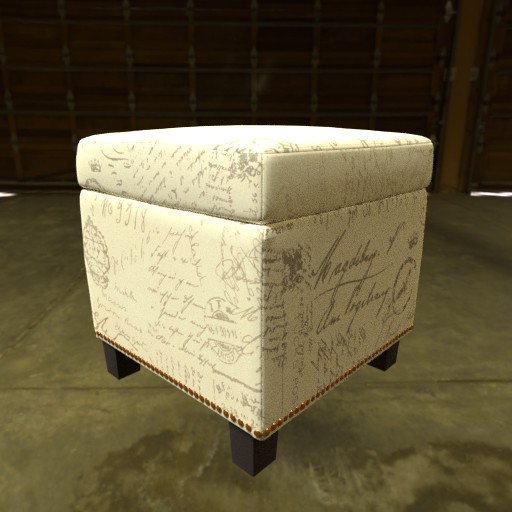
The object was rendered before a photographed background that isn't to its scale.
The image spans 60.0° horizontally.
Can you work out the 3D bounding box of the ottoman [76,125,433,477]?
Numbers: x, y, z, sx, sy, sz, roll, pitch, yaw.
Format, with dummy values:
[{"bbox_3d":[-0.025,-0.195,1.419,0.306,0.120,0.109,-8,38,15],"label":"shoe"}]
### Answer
[{"bbox_3d":[0.000,0.000,0.811,0.449,0.457,0.450,15,22,41],"label":"ottoman"}]
